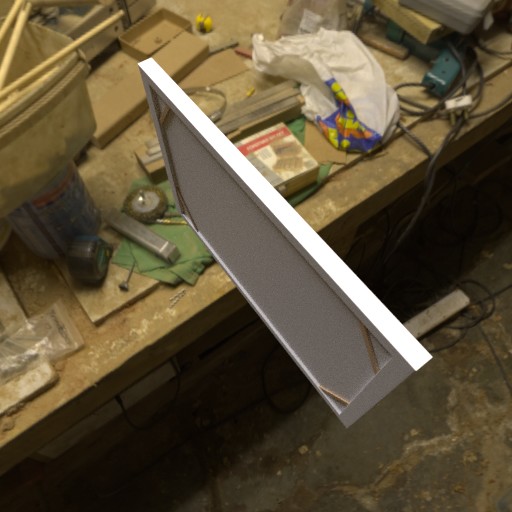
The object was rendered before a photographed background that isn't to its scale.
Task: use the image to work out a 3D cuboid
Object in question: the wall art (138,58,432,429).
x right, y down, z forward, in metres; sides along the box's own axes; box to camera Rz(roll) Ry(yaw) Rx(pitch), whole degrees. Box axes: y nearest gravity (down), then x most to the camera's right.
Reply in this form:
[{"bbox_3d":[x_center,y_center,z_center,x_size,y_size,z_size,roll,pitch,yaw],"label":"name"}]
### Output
[{"bbox_3d":[0.000,0.000,1.154,0.038,0.609,0.914,-32,65,-17],"label":"wall art"}]
